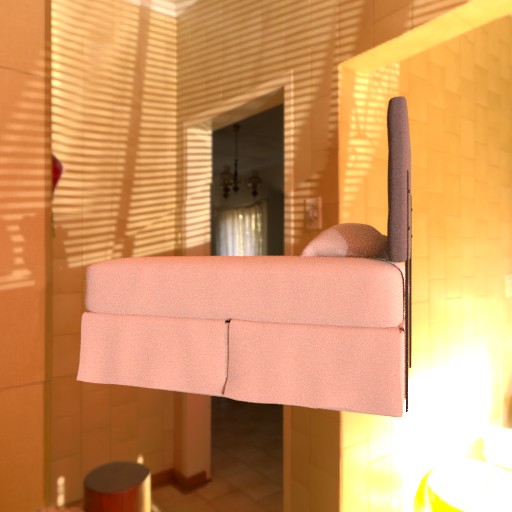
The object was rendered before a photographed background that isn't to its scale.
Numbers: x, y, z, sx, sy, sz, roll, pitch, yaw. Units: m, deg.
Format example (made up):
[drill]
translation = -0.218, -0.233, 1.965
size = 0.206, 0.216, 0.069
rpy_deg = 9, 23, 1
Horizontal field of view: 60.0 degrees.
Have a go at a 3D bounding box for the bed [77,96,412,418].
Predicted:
[bed]
translation = 0.000, 0.000, 3.019
size = 1.997, 1.571, 1.261
rpy_deg = 0, 0, 20
